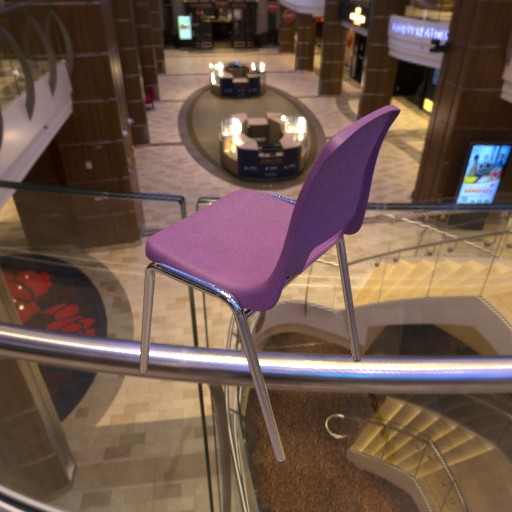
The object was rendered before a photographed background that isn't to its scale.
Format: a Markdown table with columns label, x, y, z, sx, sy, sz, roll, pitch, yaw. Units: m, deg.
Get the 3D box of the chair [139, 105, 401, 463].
| label | x | y | z | sx | sy | sz | roll | pitch | yaw |
| --- | --- | --- | --- | --- | --- | --- | --- | --- | --- |
| chair | 0.000 | 0.000 | 0.915 | 0.432 | 0.654 | 0.381 | 23 | 40 | 30 |
